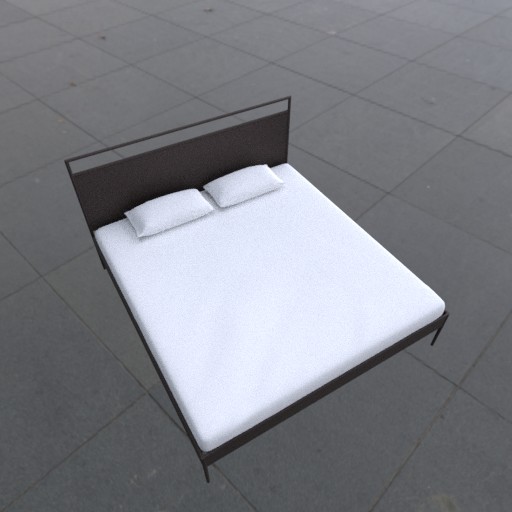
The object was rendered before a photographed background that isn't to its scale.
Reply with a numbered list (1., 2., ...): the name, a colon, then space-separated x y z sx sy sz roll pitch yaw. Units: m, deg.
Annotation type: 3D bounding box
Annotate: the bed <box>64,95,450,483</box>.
1. bed: 0.000 0.000 3.368 1.993 1.173 2.151 -23 50 -21
